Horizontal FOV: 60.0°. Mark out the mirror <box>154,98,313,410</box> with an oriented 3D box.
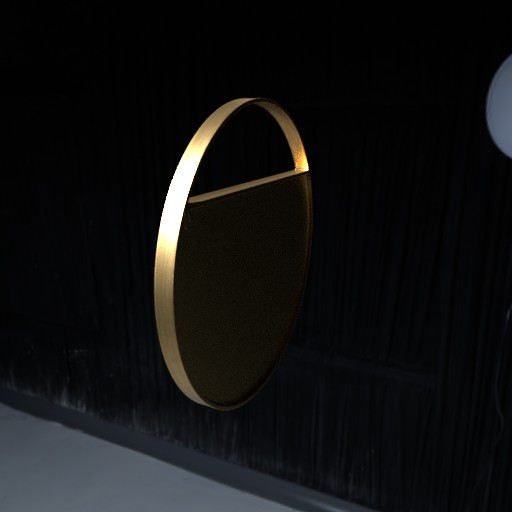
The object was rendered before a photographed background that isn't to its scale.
[{"bbox_3d":[0.000,0.000,0.843,0.032,0.565,0.565,8,19,25],"label":"mirror"}]
